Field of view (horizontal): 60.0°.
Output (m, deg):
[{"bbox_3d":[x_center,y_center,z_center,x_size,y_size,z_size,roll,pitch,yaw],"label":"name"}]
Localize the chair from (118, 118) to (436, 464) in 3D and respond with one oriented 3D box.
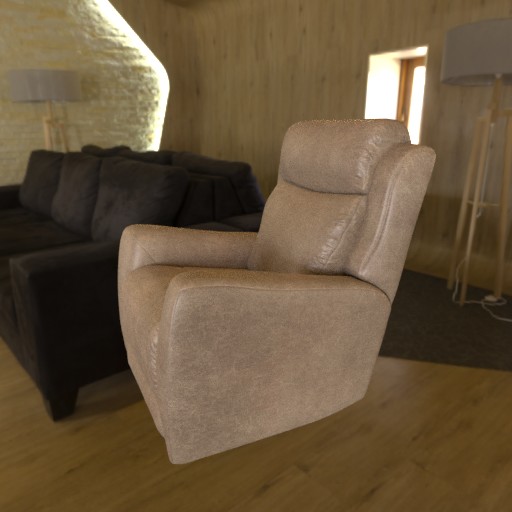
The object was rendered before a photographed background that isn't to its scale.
[{"bbox_3d":[0.000,0.000,1.881,1.068,1.116,0.965,-7,18,-24],"label":"chair"}]
